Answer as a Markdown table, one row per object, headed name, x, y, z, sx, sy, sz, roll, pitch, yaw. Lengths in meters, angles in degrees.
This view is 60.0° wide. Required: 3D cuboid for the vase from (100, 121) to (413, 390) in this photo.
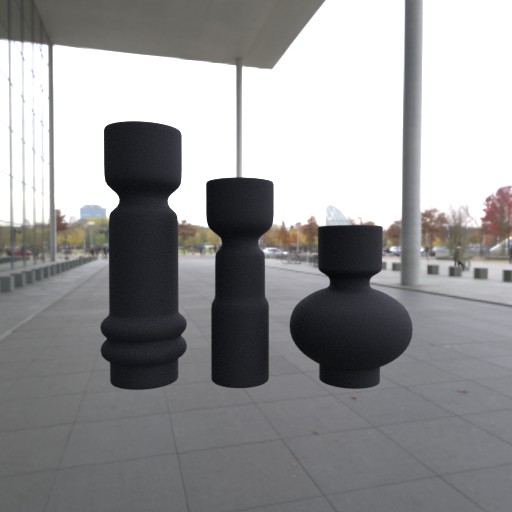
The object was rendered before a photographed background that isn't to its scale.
| name | x | y | z | sx | sy | sz | roll | pitch | yaw |
| --- | --- | --- | --- | --- | --- | --- | --- | --- | --- |
| vase | 0.000 | 0.000 | 0.442 | 0.307 | 0.249 | 0.120 | 0 | 1 | 0 |
